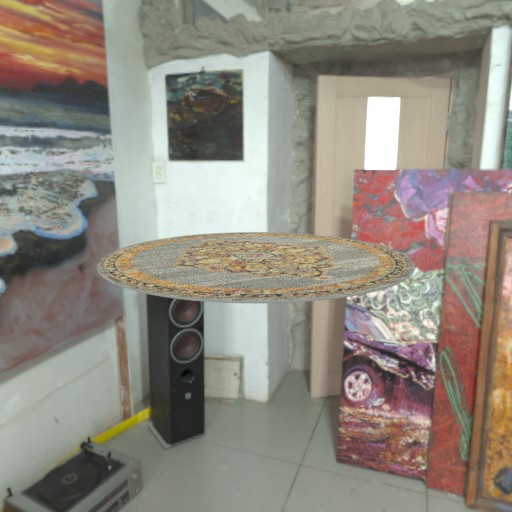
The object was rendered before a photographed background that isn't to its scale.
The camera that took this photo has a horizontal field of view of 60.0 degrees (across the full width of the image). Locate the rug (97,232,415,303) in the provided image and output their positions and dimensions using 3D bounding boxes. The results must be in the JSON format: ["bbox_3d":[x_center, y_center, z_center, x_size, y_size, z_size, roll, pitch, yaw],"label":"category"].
[{"bbox_3d":[0.000,0.000,3.517,2.382,0.014,2.382,0,12,0],"label":"rug"}]
